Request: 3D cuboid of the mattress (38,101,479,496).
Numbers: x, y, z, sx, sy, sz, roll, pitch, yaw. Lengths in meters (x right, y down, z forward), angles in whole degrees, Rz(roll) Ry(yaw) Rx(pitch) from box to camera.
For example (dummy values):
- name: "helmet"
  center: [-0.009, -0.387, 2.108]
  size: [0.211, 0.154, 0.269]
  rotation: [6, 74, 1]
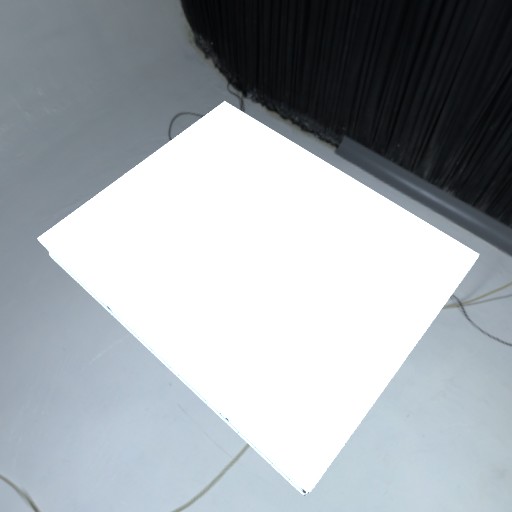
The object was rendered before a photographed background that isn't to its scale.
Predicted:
- name: "mattress"
  center: [0.000, 0.000, 2.645]
  size: [2.000, 0.230, 1.600]
  rotation: [37, 65, 20]
